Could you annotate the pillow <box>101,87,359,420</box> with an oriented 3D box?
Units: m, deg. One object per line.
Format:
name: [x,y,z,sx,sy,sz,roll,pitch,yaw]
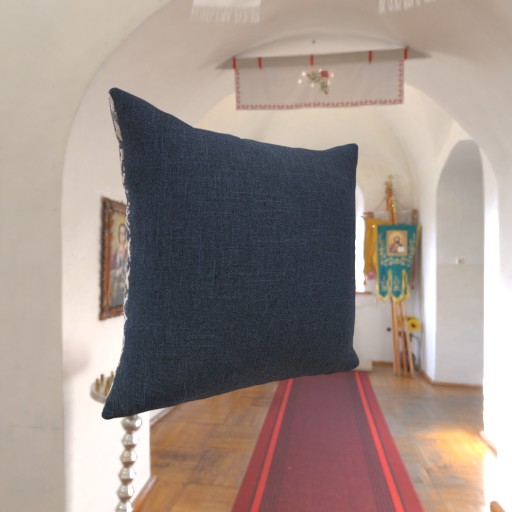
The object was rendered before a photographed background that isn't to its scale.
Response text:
pillow: [0.000,0.000,0.793,0.546,0.487,0.180,0,0,-37]
